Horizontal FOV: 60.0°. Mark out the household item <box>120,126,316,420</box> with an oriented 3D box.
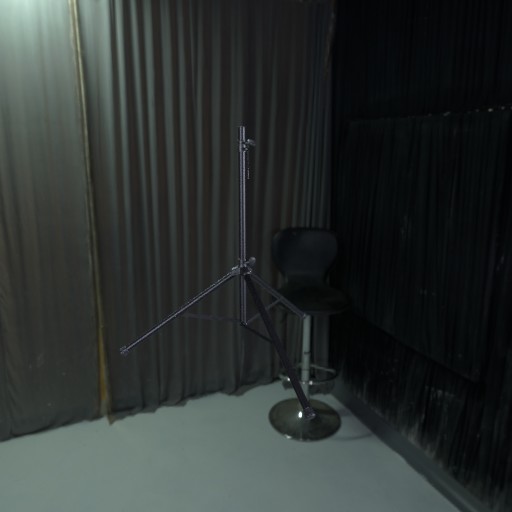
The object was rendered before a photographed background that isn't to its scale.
[{"bbox_3d":[0.000,0.000,2.818,1.596,1.595,1.339,-7,15,-25],"label":"household item"}]
